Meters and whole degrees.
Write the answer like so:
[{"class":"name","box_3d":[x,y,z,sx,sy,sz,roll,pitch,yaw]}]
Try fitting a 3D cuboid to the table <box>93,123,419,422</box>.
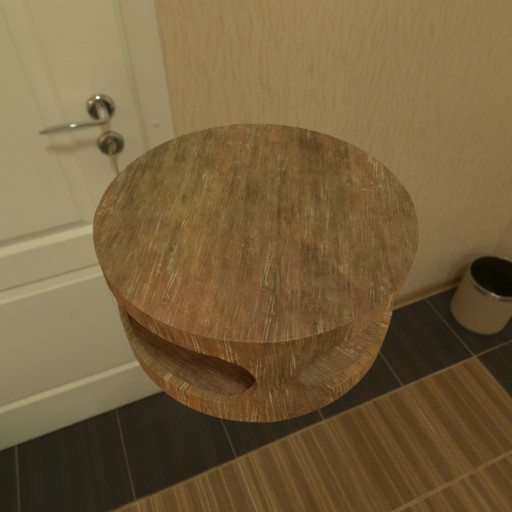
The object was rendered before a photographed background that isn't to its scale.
[{"class":"table","box_3d":[0.000,0.000,1.528,0.974,0.450,0.974,0,47,0]}]
